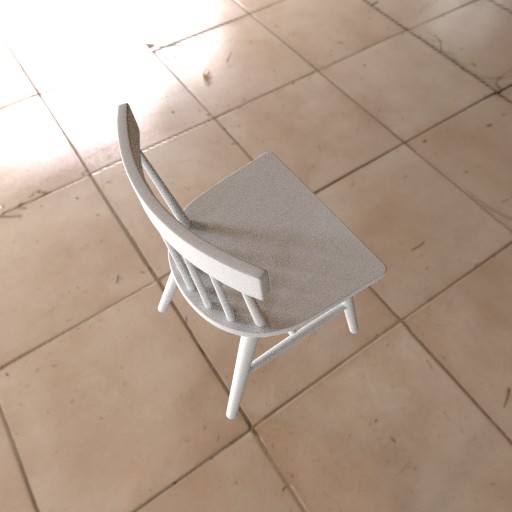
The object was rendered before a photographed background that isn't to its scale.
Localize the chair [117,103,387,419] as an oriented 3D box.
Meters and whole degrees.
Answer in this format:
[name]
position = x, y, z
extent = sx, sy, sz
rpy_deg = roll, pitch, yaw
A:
[chair]
position = 0.000, 0.000, 1.133
extent = 0.500, 0.787, 0.483
rpy_deg = -31, 63, -18
